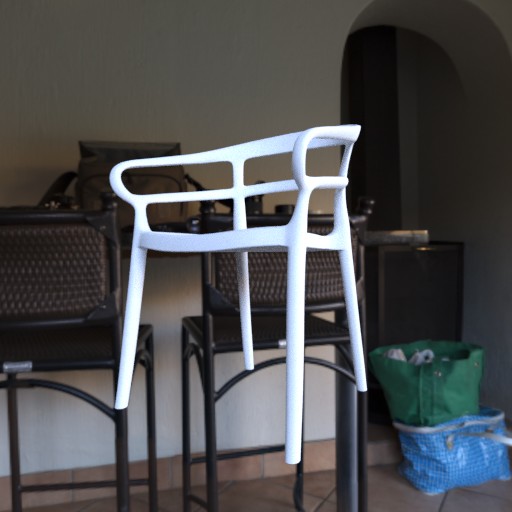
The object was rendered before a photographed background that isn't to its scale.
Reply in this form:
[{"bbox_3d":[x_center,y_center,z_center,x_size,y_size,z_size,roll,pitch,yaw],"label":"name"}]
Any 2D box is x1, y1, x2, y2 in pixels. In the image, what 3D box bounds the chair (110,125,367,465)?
[{"bbox_3d":[0.000,0.000,1.153,0.559,0.761,0.527,0,1,35],"label":"chair"}]
